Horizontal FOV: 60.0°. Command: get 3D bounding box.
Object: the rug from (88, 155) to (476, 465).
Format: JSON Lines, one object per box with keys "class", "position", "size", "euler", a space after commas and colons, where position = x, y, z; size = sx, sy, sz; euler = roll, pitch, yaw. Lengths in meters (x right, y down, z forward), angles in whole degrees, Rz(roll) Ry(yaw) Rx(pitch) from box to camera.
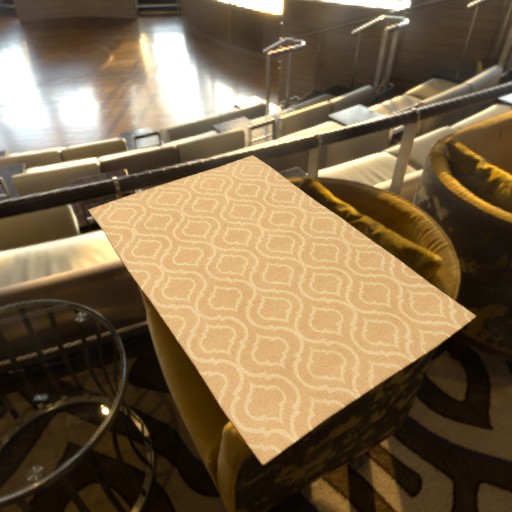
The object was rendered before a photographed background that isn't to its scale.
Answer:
{"class": "rug", "position": [0.000, 0.000, 2.232], "size": [1.152, 0.013, 1.761], "euler": [-24, 47, -25]}
